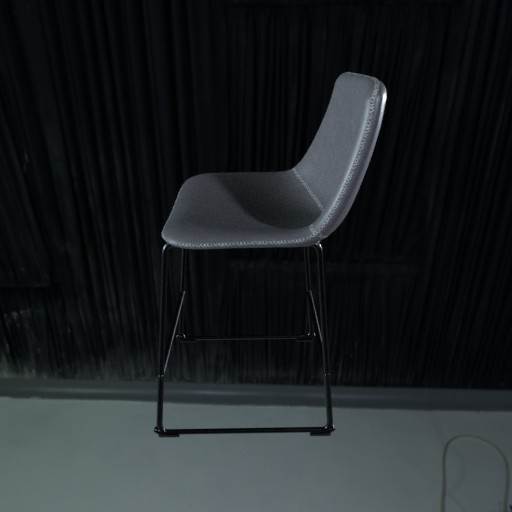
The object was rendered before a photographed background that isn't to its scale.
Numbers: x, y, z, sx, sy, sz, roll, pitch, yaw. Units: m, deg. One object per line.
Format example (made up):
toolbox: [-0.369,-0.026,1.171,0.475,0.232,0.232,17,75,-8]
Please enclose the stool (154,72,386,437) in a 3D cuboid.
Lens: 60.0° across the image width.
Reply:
stool: [0.000,0.000,1.167,0.546,0.876,0.470,0,27,-1]
